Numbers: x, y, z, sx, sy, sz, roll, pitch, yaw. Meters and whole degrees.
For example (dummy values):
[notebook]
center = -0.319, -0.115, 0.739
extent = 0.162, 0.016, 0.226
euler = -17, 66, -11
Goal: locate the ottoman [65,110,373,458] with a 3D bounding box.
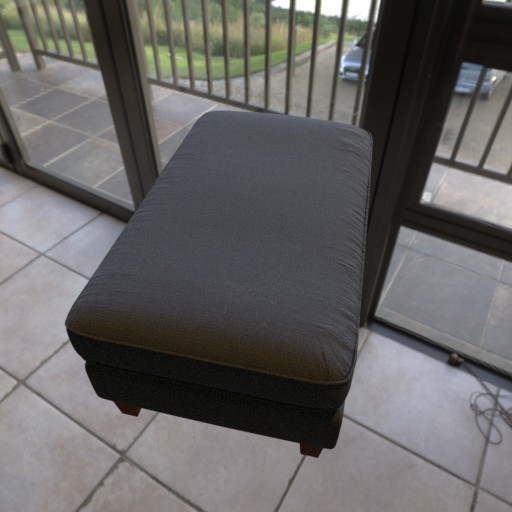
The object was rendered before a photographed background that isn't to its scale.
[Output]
[ottoman]
center = 0.000, 0.000, 1.186
extent = 0.570, 0.438, 0.885
euler = 9, 45, 9
